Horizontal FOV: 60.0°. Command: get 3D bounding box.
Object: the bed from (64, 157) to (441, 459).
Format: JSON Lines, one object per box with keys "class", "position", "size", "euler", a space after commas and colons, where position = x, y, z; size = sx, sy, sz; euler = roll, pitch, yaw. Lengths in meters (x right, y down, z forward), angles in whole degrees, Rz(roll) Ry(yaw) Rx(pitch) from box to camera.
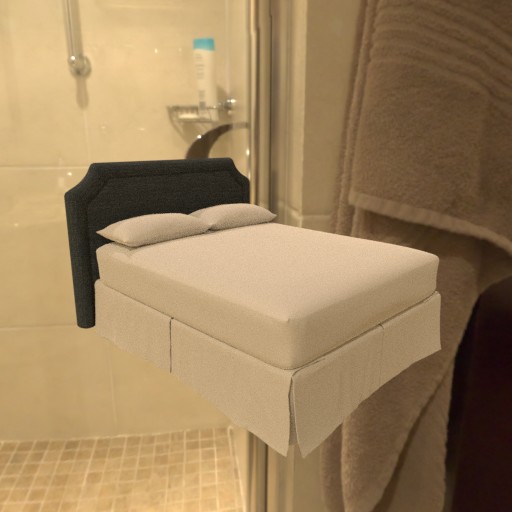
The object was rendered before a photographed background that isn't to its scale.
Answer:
{"class": "bed", "position": [0.000, 0.000, 3.217], "size": [1.828, 1.297, 2.208], "euler": [-14, 21, -43]}
